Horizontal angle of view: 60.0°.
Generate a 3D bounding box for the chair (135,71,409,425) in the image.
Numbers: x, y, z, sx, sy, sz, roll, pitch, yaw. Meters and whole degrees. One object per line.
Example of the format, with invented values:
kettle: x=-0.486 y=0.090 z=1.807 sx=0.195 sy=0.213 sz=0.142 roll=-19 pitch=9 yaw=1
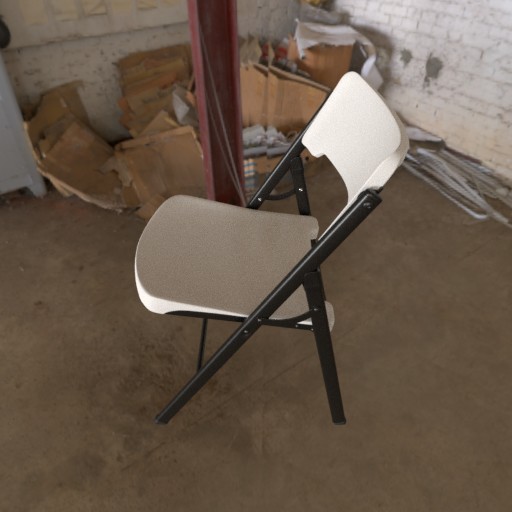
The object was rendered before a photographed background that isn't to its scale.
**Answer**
chair: x=0.000 y=0.000 z=1.104 sx=0.577 sy=0.765 sz=0.482 roll=0 pitch=40 yaw=0
